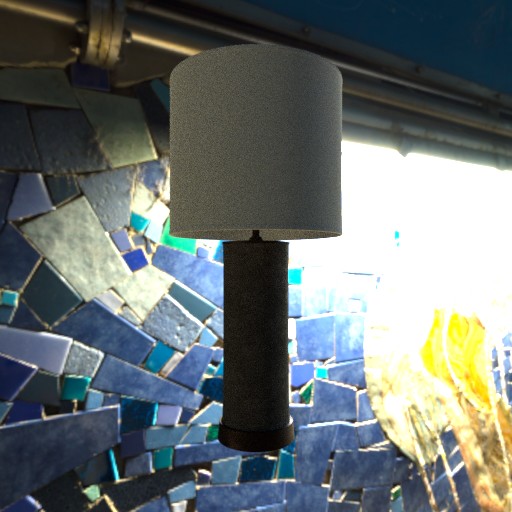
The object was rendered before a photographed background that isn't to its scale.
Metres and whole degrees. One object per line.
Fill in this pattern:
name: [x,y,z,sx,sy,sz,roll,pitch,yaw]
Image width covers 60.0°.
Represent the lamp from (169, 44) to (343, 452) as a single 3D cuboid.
lamp: [0.000,0.000,0.780,0.301,0.630,0.301,0,-1,-16]
